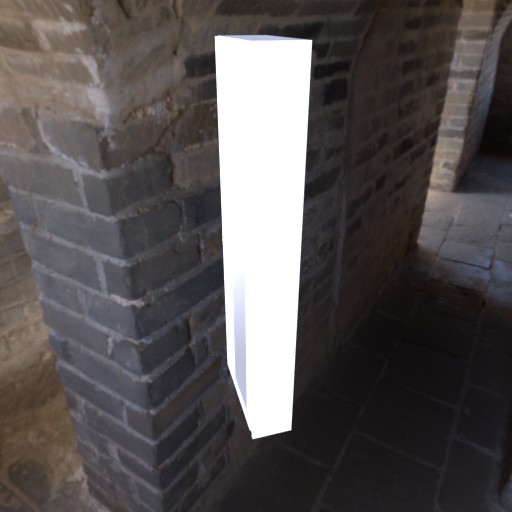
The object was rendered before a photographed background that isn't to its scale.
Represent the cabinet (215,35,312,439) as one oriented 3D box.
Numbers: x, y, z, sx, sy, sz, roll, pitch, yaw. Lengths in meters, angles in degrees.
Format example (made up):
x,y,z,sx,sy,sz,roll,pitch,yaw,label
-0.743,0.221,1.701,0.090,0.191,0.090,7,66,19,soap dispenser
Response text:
x,y,z,sx,sy,sz,roll,pitch,yaw,label
0.000,0.000,2.025,0.230,1.790,0.500,-8,29,-14,cabinet
